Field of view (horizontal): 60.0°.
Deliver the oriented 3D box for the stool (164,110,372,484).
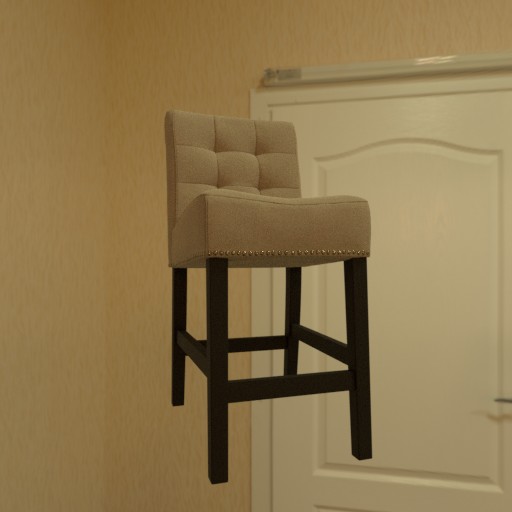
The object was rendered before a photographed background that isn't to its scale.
[{"bbox_3d":[0.000,0.000,1.178,0.427,0.885,0.571,0,0,-18],"label":"stool"}]
